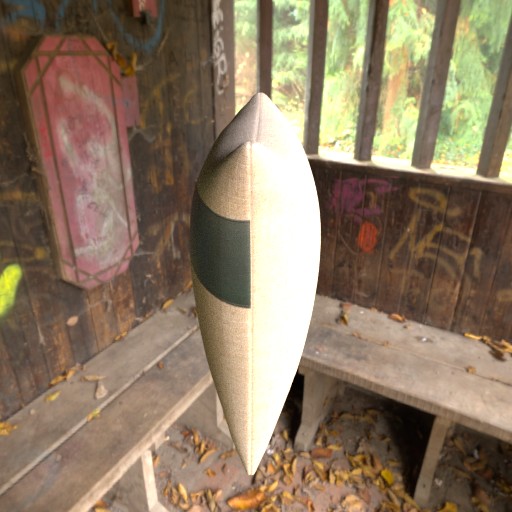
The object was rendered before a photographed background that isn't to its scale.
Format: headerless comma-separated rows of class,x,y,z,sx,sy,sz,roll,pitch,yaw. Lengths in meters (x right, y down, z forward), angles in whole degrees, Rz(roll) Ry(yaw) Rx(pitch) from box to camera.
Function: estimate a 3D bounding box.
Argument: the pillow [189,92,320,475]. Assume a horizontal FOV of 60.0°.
pillow,0.000,0.000,0.627,0.173,0.399,0.414,1,26,2
